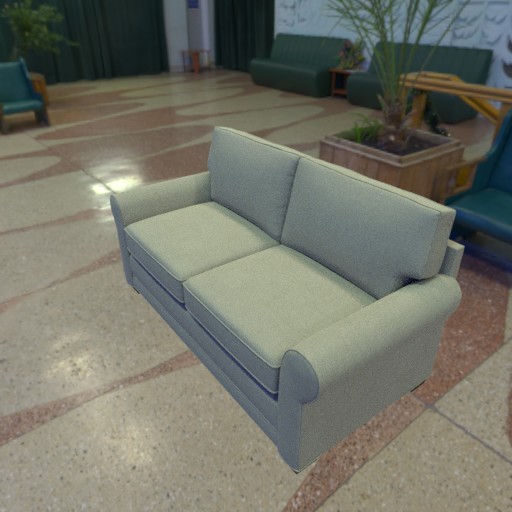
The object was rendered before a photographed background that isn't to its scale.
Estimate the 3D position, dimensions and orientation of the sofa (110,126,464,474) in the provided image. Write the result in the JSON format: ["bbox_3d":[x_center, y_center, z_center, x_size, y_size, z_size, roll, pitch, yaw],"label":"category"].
[{"bbox_3d":[0.000,0.000,2.221,0.861,0.933,1.774,-20,36,-31],"label":"sofa"}]
